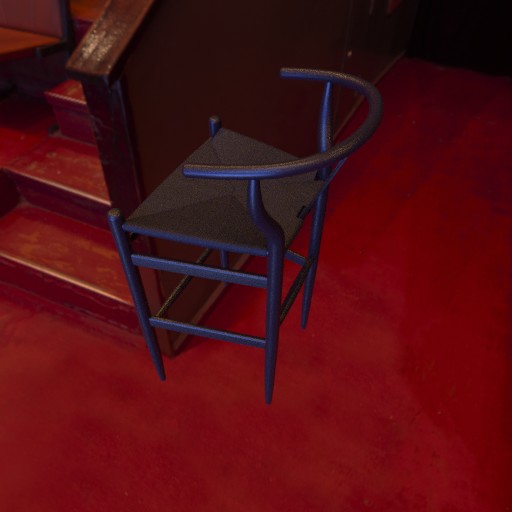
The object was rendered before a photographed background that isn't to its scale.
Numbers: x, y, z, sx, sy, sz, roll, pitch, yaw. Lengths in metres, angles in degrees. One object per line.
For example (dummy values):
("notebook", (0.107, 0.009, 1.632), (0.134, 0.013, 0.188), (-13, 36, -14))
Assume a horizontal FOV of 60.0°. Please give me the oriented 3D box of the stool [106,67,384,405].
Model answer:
("stool", (0.000, 0.000, 1.397), (0.579, 1.072, 0.569), (18, 48, 17))
